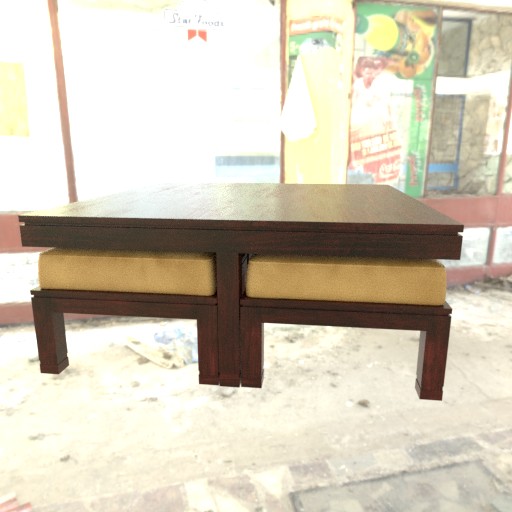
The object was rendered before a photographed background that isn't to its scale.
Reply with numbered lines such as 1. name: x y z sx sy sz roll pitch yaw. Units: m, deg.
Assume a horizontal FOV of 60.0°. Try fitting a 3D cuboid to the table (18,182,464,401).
1. table: 0.000 0.000 1.307 0.865 0.356 0.865 2 14 7
